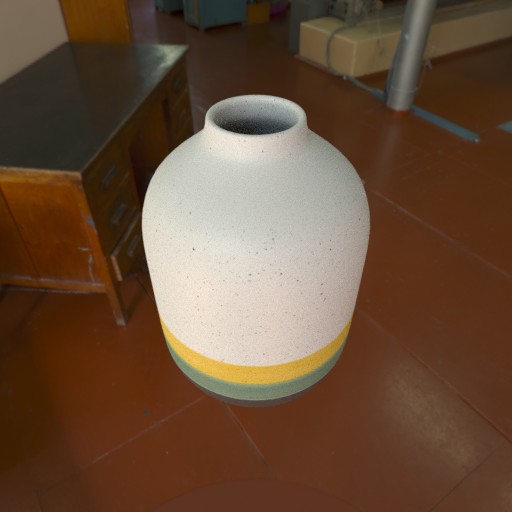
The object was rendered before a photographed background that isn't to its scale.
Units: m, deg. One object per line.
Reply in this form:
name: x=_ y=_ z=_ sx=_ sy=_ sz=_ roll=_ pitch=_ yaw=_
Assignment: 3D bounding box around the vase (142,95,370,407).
vase: x=0.000 y=0.000 z=0.359 sx=0.169 sy=0.240 sz=0.169 roll=0 pitch=42 yaw=0
